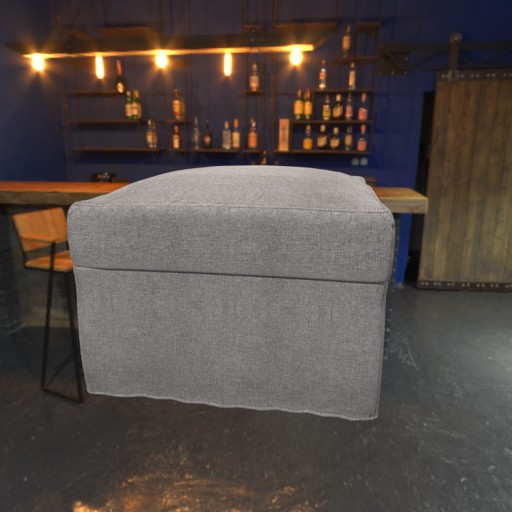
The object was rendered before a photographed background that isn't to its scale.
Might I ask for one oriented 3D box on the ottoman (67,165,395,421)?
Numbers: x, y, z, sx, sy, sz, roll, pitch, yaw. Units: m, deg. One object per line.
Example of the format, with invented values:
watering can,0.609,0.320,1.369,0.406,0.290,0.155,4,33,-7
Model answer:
ottoman,0.000,0.000,1.263,0.652,0.492,0.833,2,15,9
